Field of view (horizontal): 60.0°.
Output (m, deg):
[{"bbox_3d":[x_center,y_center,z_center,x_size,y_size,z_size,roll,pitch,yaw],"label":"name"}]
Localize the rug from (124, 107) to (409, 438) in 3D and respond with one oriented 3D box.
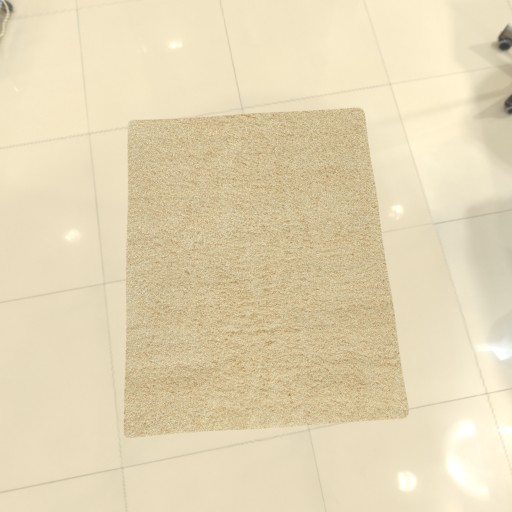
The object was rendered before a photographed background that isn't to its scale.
[{"bbox_3d":[0.000,0.000,4.111,2.401,0.025,3.001,-4,75,-1],"label":"rug"}]
